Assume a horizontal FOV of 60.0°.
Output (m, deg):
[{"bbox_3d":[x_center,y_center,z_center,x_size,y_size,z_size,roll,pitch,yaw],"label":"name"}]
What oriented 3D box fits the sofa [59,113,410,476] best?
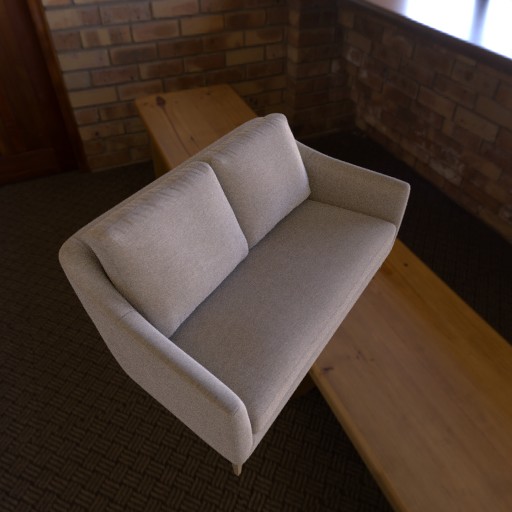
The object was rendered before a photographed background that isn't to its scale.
[{"bbox_3d":[0.000,0.000,2.183,0.960,0.904,1.619,25,48,25],"label":"sofa"}]
